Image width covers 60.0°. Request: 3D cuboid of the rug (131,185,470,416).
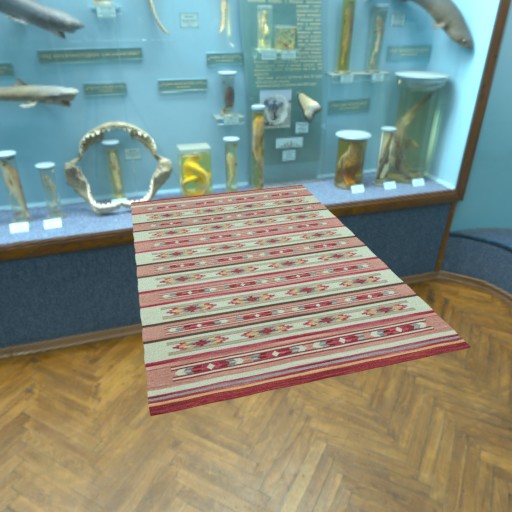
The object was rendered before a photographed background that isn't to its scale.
[{"bbox_3d":[0.000,0.000,2.331,1.223,0.008,1.817,-8,31,-14],"label":"rug"}]
